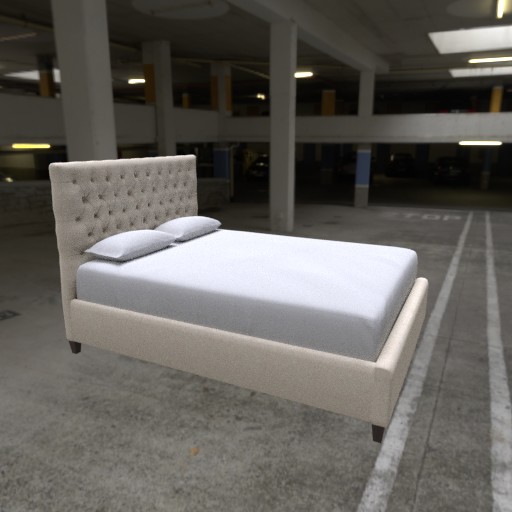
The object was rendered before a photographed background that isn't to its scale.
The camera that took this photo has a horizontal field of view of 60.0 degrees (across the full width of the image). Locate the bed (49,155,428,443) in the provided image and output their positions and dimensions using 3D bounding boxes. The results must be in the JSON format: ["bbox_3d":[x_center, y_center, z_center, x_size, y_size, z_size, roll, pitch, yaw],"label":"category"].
[{"bbox_3d":[0.000,0.000,3.409,2.387,1.427,1.698,7,17,26],"label":"bed"}]
